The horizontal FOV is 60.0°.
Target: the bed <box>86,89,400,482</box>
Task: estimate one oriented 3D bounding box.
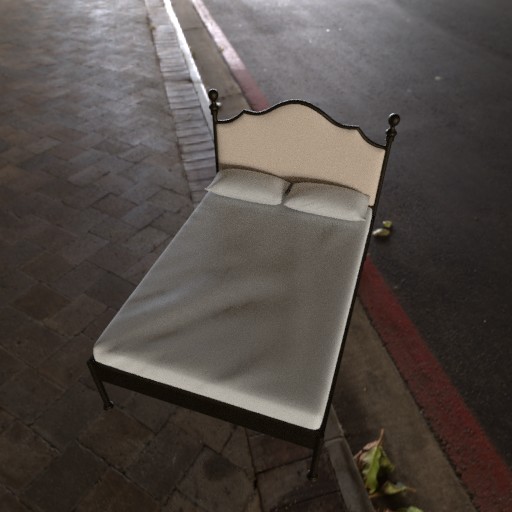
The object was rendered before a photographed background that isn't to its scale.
[{"bbox_3d":[0.000,0.000,3.164,1.533,1.462,2.170,13,43,14],"label":"bed"}]
